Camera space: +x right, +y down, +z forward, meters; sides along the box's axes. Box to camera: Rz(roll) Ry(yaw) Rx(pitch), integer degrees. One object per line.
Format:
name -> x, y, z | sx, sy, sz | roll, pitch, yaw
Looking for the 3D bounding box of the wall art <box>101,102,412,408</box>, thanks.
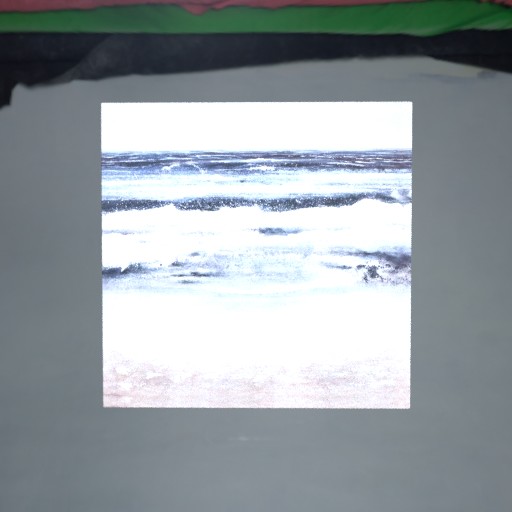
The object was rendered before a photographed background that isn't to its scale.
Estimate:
wall art -> 0.000, 0.000, 1.111 | 0.755, 0.747, 0.065 | 0, 1, 1
